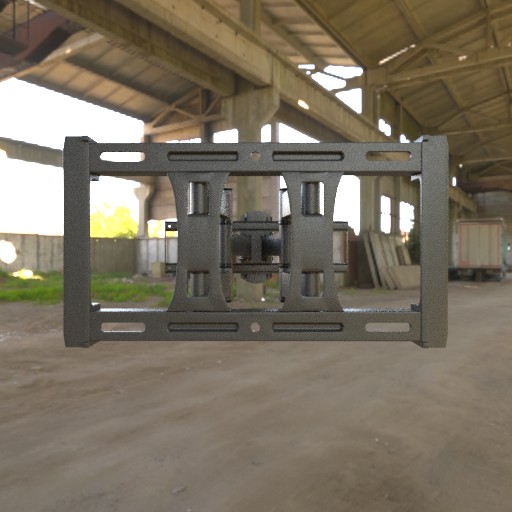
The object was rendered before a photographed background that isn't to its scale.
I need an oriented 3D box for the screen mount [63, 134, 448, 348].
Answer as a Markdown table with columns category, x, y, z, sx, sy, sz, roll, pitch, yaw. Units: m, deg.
| category | x | y | z | sx | sy | sz | roll | pitch | yaw |
| --- | --- | --- | --- | --- | --- | --- | --- | --- | --- |
| screen mount | 0.000 | 0.000 | 0.929 | 0.571 | 0.424 | 0.556 | 0 | 0 | 0 |
